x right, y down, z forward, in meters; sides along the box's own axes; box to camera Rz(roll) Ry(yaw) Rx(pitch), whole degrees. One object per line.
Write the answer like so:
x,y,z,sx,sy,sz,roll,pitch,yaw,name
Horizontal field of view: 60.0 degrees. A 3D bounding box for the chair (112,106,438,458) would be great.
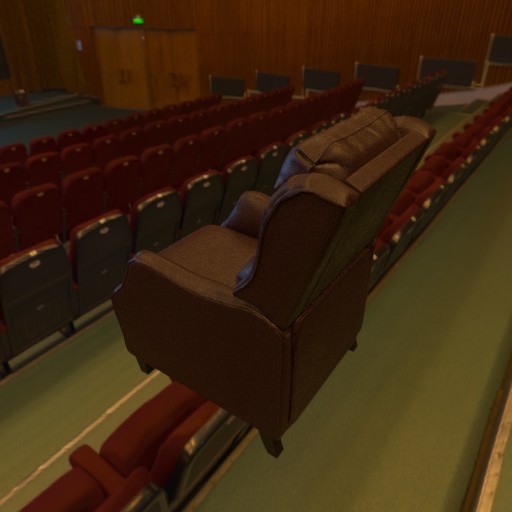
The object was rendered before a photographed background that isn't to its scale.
0.000,0.000,1.725,0.982,1.132,0.770,20,37,29,chair
